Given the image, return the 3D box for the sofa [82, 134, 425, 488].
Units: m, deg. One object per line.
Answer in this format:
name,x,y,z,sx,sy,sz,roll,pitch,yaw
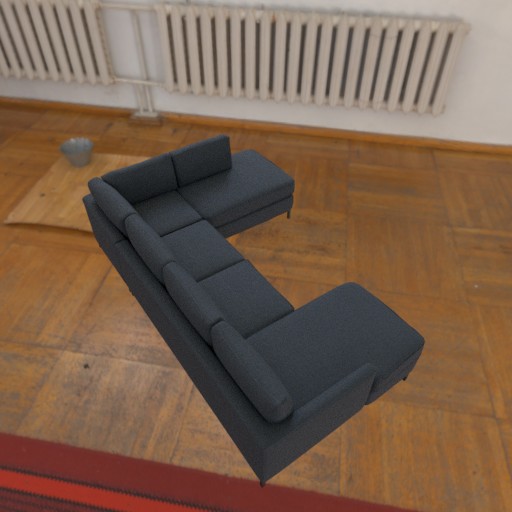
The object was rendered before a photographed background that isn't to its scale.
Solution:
sofa,0.000,0.000,3.834,1.984,0.858,2.975,-26,49,-25
